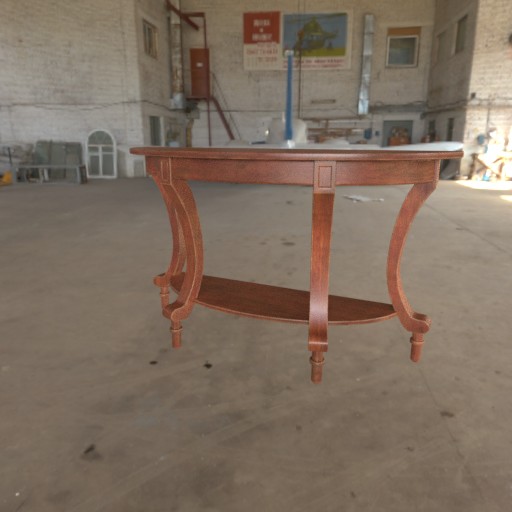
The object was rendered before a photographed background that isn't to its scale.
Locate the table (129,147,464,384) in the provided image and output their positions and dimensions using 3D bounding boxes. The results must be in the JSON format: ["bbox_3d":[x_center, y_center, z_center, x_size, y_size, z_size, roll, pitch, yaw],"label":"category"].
[{"bbox_3d":[0.000,0.000,1.503,1.198,0.699,0.394,7,17,25],"label":"table"}]
